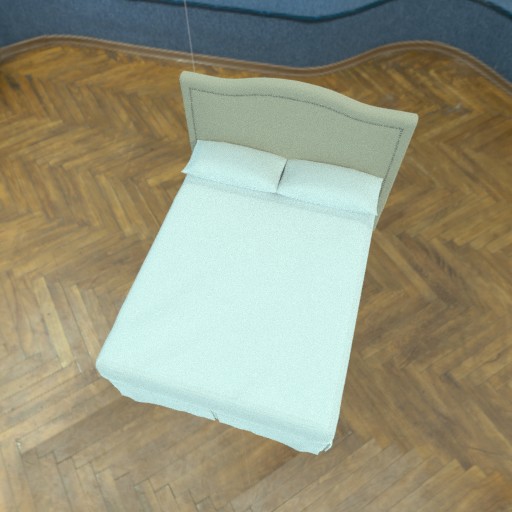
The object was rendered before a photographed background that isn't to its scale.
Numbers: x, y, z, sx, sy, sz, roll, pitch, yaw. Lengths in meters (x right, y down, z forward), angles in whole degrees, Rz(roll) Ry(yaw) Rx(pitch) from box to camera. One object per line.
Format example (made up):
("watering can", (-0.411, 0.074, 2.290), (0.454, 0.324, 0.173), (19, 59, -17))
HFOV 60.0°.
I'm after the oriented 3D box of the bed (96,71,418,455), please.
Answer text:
("bed", (0.000, 0.000, 3.206), (1.753, 1.460, 2.143), (14, 59, 8))
